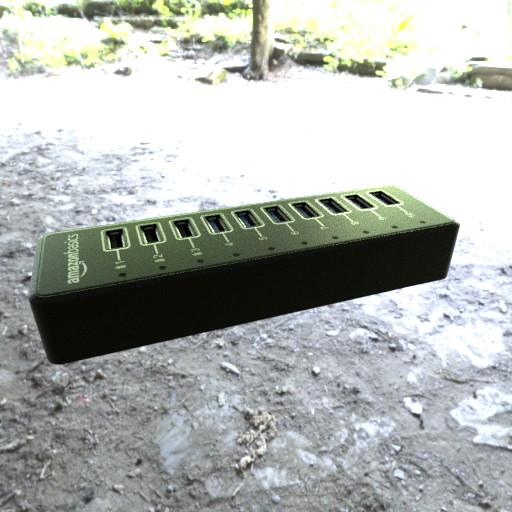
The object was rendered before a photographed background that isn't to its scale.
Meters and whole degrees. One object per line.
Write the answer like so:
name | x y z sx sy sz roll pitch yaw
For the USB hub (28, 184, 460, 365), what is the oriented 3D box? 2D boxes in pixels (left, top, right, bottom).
USB hub | 0.000 0.000 0.162 0.145 0.023 0.044 -10 32 -17
